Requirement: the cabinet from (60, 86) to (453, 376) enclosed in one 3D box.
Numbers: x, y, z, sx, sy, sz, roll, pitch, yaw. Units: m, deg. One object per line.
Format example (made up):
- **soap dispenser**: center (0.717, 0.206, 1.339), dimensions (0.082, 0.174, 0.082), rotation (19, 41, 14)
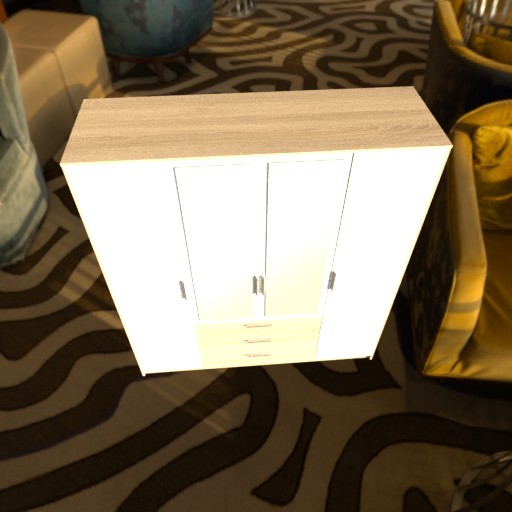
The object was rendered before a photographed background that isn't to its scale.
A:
- **cabinet**: center (0.000, 0.000, 3.058), dimensions (1.870, 2.060, 0.620), rotation (-3, 47, -3)
